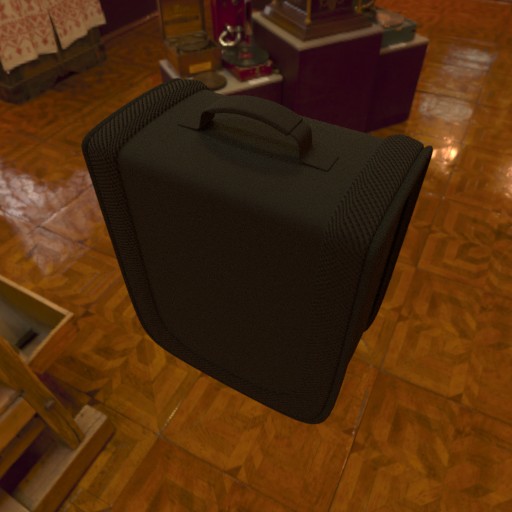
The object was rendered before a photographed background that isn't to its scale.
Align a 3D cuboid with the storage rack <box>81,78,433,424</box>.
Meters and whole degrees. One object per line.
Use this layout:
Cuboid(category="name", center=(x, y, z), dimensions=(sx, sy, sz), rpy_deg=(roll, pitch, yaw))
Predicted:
Cuboid(category="storage rack", center=(0.000, 0.000, 0.528), dimensions=(0.297, 0.387, 0.168), rpy_deg=(22, 50, 20))
